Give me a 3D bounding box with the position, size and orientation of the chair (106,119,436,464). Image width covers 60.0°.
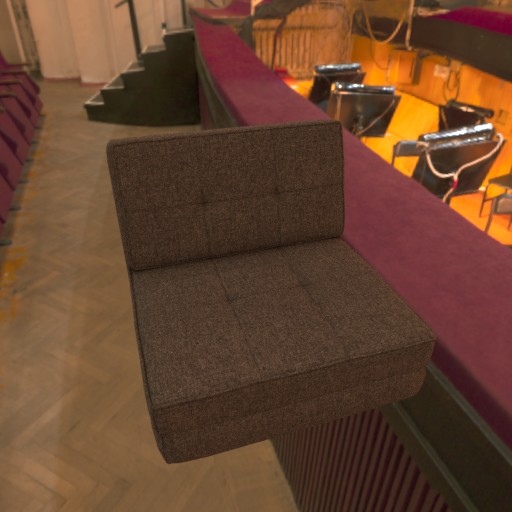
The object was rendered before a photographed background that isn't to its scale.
[{"bbox_3d":[0.000,0.000,1.295,0.740,0.615,0.800,-10,34,-15],"label":"chair"}]
